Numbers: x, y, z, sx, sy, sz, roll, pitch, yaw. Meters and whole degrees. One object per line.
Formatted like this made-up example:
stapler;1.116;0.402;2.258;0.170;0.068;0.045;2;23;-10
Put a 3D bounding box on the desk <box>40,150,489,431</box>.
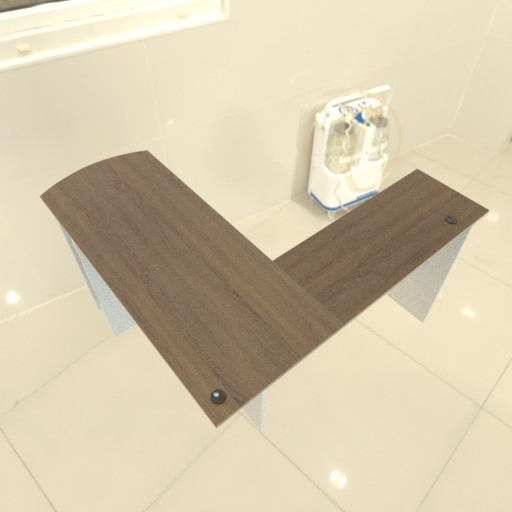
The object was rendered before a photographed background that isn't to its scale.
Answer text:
desk;0.000;0.000;2.092;1.361;0.716;1.303;-32;56;-25
